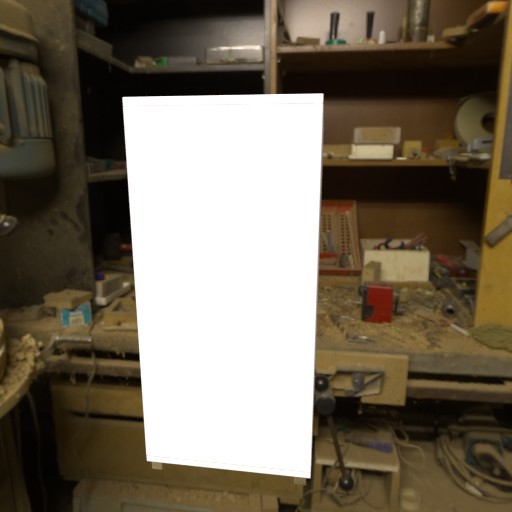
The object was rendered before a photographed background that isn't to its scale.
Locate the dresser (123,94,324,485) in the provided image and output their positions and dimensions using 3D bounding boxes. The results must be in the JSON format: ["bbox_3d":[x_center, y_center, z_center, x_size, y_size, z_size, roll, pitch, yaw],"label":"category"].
[{"bbox_3d":[0.000,0.000,1.635,0.460,1.000,1.100,2,14,8],"label":"dresser"}]
